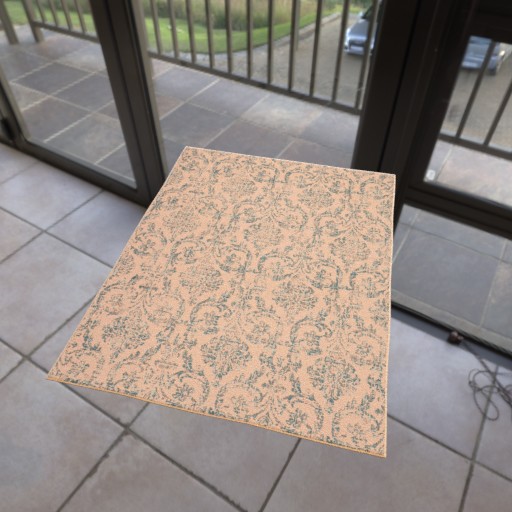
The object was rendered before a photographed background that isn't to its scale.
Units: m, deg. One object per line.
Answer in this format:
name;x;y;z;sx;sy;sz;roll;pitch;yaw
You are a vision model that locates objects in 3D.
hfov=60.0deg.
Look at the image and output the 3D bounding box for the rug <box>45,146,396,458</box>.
rug;0.000;0.000;3.931;2.363;0.012;2.980;10;48;9
